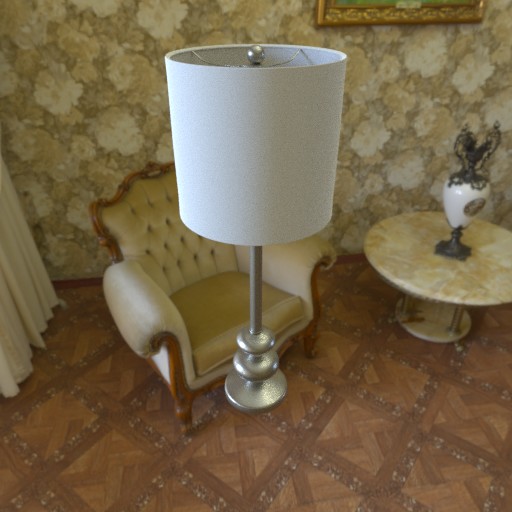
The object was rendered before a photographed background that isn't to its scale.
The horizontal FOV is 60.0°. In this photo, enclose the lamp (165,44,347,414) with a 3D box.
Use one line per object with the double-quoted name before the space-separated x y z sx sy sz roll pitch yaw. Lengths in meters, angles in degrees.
"lamp" 0.000 0.000 0.797 0.254 0.690 0.254 20 37 30
